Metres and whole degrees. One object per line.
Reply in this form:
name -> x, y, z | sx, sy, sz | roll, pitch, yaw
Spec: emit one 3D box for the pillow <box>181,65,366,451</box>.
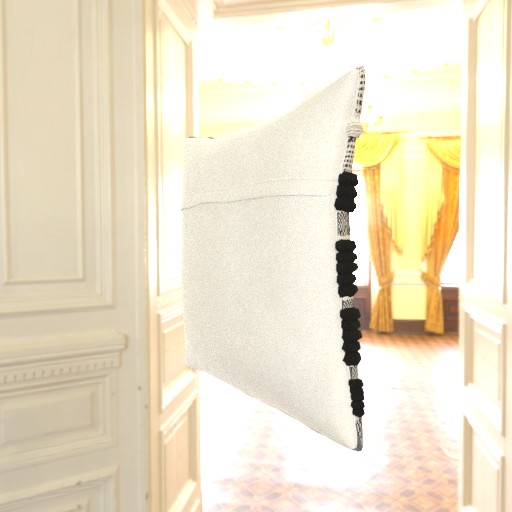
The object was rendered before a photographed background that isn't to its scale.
pillow -> 0.000, 0.000, 0.677 | 0.156, 0.438, 0.436 | -1, 2, -35
